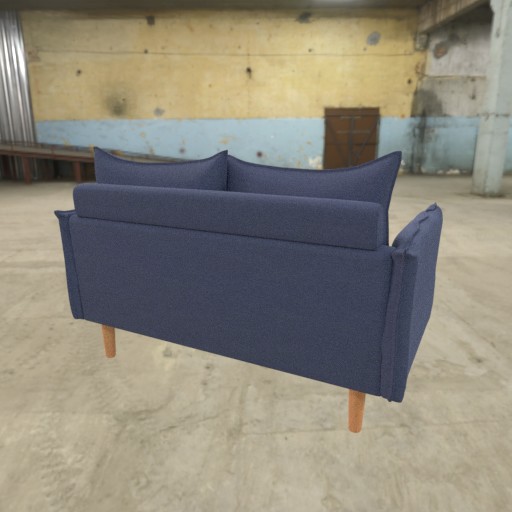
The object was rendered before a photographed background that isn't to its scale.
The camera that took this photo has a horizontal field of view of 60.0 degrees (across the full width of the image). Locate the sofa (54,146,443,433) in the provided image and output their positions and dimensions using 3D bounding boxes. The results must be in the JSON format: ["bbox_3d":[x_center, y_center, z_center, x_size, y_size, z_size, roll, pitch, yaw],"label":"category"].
[{"bbox_3d":[0.000,0.000,1.752,1.300,0.840,0.820,8,17,27],"label":"sofa"}]
